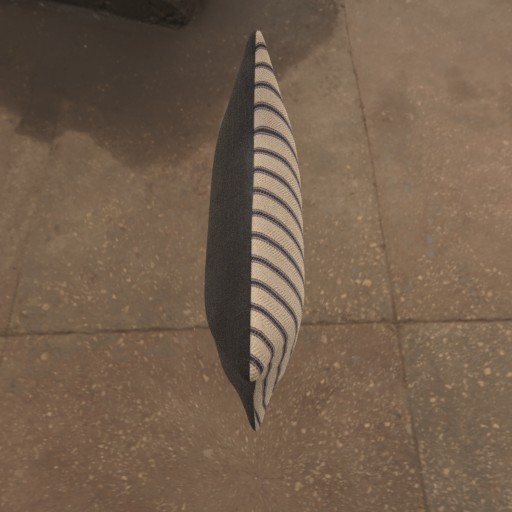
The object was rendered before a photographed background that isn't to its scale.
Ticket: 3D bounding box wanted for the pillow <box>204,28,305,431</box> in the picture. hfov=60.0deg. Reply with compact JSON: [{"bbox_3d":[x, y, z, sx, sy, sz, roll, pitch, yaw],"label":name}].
[{"bbox_3d":[0.000,0.000,0.686,0.138,0.444,0.468,1,63,0],"label":"pillow"}]
